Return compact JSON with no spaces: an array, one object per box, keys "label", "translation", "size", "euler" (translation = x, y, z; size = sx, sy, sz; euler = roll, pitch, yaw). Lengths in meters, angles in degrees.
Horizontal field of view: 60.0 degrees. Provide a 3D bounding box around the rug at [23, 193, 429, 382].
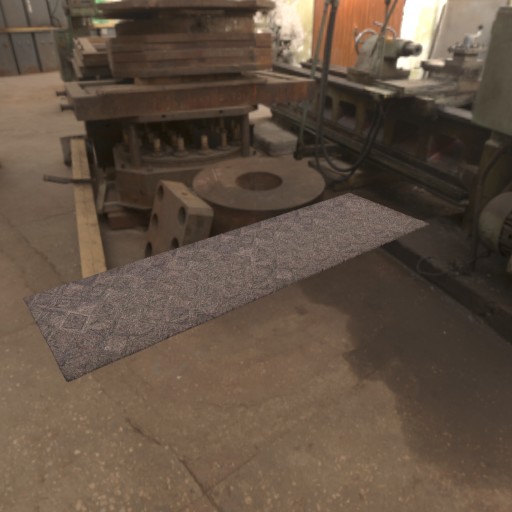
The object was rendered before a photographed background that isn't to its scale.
[{"label":"rug","translation":[0.000,0.000,2.499],"size":[2.296,0.011,0.691],"euler":[-20,35,-32]}]
